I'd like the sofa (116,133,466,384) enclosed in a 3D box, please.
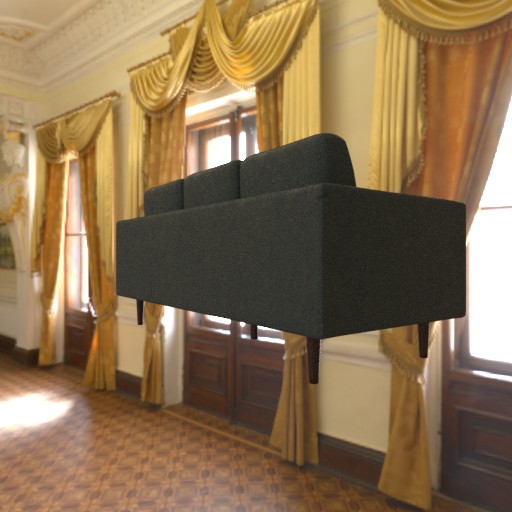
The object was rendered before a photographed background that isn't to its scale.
[{"bbox_3d":[0.000,0.000,2.523,0.935,0.945,2.013,0,0,-36],"label":"sofa"}]
